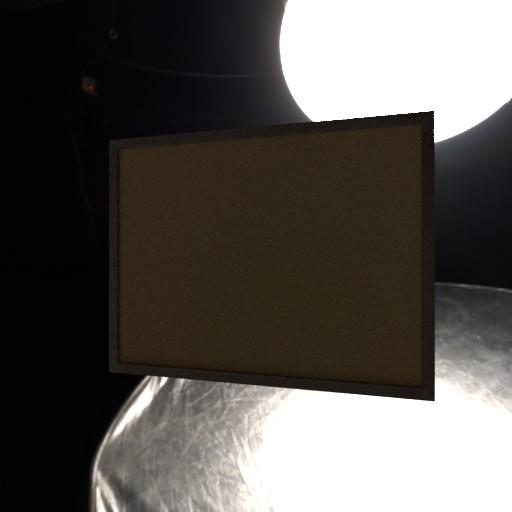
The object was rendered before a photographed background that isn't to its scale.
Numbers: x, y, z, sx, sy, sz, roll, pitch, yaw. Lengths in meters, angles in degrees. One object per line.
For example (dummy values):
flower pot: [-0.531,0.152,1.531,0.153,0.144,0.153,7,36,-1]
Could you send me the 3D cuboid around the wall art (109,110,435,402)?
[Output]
wall art: [0.000,0.000,1.766,1.320,1.009,0.070,0,0,18]
